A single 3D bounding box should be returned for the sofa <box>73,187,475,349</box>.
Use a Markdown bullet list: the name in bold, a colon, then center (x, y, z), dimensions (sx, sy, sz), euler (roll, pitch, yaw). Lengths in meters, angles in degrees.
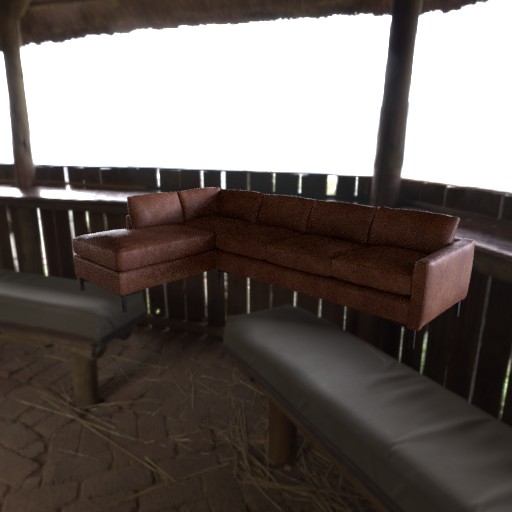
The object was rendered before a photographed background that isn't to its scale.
- **sofa**: center (0.000, 0.000, 3.862), dimensions (2.984, 0.877, 1.938), euler (14, 20, 42)
